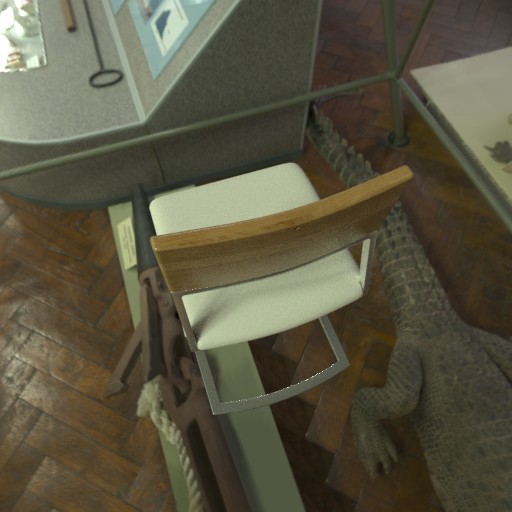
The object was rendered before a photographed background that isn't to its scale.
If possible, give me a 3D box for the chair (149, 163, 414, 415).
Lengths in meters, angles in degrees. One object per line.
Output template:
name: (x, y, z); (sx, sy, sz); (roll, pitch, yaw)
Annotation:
chair: (0.000, 0.000, 1.176); (0.467, 0.844, 0.585); (-17, 60, -10)
